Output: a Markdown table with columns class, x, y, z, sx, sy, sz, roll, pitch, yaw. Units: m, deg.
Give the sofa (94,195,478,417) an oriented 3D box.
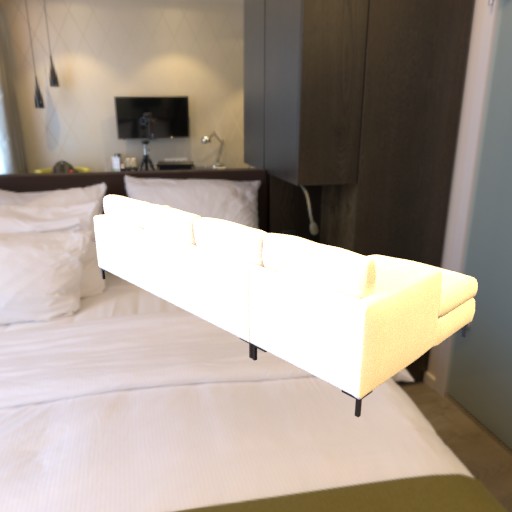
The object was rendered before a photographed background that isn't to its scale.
| class | x | y | z | sx | sy | sz | roll | pitch | yaw |
| --- | --- | --- | --- | --- | --- | --- | --- | --- | --- |
| sofa | 0.000 | 0.000 | 3.814 | 1.467 | 0.875 | 3.186 | -15 | 23 | -41 |
